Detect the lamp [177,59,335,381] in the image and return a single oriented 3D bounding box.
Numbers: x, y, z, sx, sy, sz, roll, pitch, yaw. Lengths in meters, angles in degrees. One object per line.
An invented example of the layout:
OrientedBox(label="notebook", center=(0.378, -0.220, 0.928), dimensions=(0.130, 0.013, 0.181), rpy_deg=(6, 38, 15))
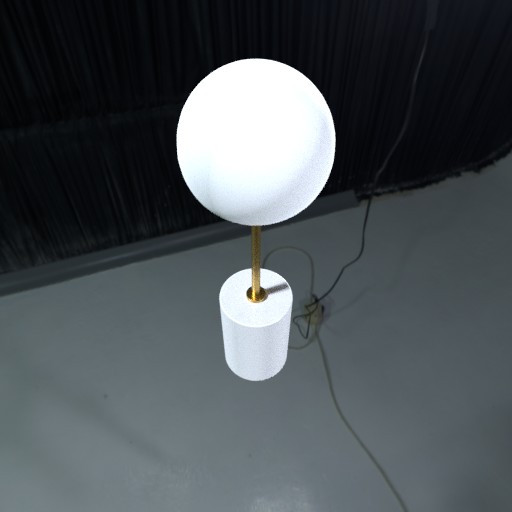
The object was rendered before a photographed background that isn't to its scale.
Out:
OrientedBox(label="lamp", center=(0.000, 0.000, 0.556), dimensions=(0.153, 0.480, 0.153), rpy_deg=(0, 48, 0))
